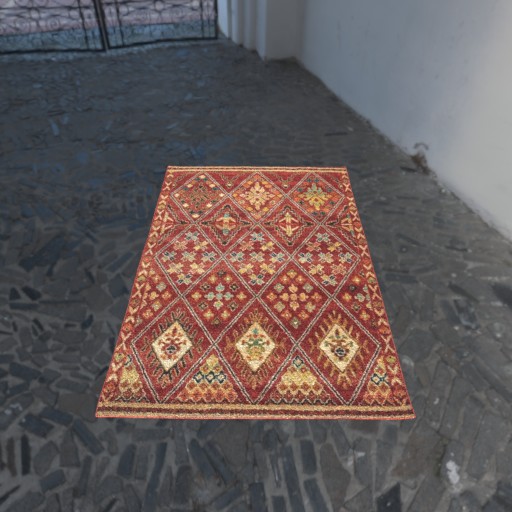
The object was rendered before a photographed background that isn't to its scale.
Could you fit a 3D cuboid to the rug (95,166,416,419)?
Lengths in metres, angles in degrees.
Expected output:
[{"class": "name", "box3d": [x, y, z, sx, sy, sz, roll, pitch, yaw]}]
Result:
[{"class": "rug", "box3d": [0.000, 0.000, 2.940, 1.521, 0.026, 2.286, 0, 42, 0]}]
